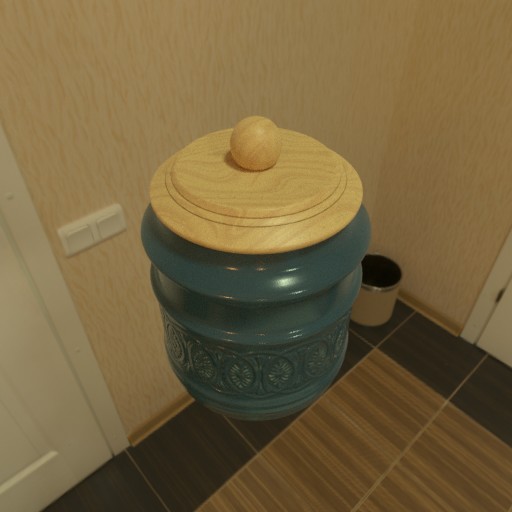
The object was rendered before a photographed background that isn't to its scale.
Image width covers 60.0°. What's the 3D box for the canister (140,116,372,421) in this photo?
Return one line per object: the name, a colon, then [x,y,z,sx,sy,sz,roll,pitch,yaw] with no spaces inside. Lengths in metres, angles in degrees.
canister: [0.000,0.000,0.273,0.130,0.176,0.130,0,42,0]
